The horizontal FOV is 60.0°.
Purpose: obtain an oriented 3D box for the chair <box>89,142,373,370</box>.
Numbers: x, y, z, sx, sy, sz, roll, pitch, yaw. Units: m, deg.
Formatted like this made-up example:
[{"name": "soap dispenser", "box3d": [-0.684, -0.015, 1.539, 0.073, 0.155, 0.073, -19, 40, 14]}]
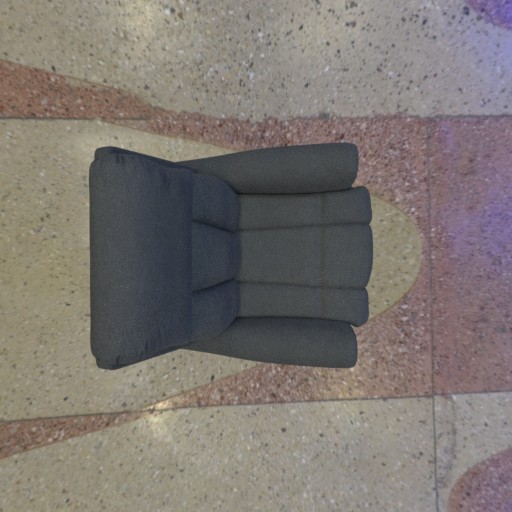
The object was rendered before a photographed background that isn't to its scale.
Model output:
[{"name": "chair", "box3d": [0.000, 0.000, 1.718, 0.979, 1.031, 0.871, 0, 91, -1]}]
